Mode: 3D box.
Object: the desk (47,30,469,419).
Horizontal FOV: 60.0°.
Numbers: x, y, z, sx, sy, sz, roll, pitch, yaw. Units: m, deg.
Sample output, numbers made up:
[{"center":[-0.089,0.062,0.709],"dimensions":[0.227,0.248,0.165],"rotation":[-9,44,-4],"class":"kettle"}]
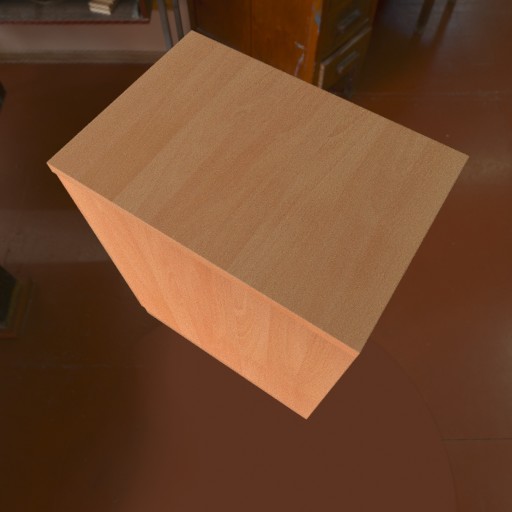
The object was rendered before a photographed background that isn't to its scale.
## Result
[{"center":[0.000,0.000,1.073],"dimensions":[0.600,0.730,0.404],"rotation":[30,67,14],"class":"desk"}]
